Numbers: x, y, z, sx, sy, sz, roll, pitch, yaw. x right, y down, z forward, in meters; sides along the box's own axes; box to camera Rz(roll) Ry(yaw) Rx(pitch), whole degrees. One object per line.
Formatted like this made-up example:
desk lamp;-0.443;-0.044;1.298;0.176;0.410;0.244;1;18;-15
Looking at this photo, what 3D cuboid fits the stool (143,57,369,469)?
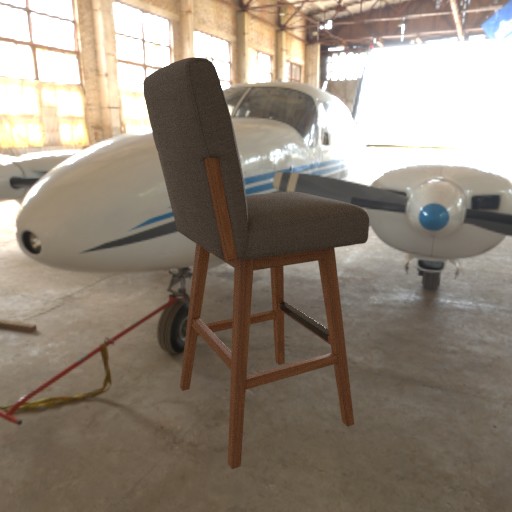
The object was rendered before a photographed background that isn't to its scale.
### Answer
stool;0.000;0.000;1.425;0.570;1.112;0.483;-8;18;-26
